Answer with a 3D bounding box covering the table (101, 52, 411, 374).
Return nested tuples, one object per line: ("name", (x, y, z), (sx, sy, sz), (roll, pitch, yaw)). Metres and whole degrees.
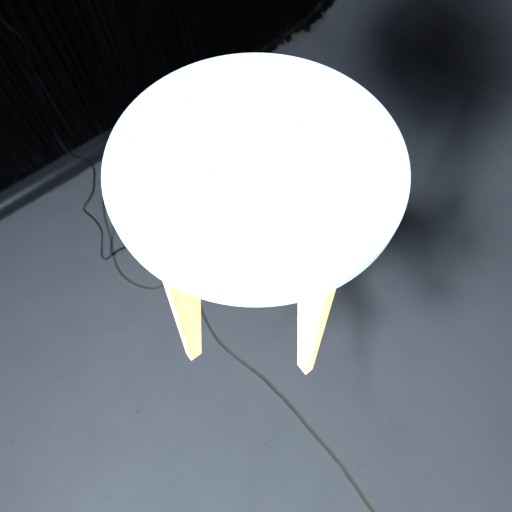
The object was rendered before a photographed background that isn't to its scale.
("table", (0.000, 0.000, 0.729), (0.350, 0.500, 0.350), (0, 63, 0))
